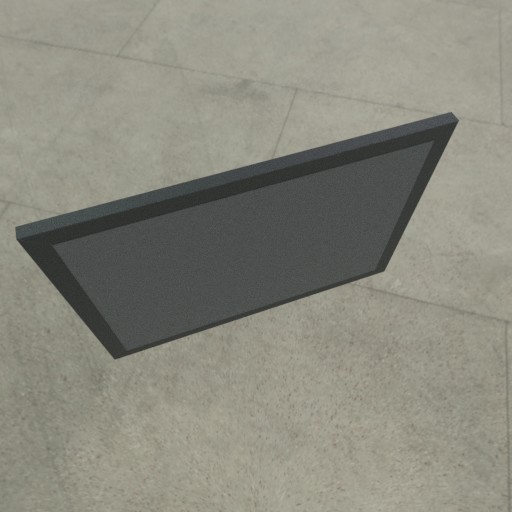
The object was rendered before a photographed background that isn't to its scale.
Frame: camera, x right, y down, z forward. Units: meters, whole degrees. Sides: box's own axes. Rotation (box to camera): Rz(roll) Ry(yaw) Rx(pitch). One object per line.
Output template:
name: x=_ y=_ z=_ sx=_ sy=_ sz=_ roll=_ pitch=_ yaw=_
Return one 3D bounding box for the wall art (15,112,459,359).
wall art: x=0.000 y=0.000 z=0.543 sx=0.432 sy=0.306 sz=0.016 roll=-17 pitch=59 yaw=-10
